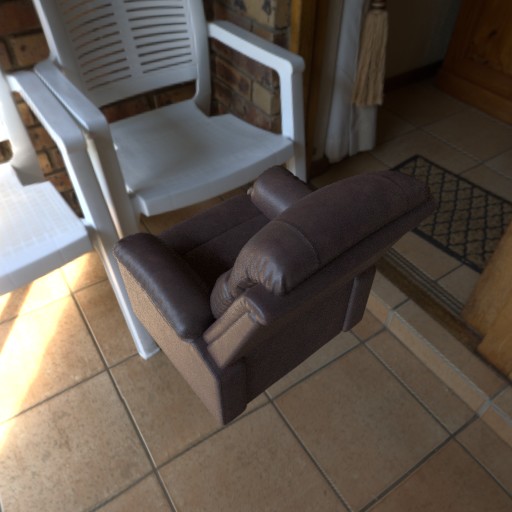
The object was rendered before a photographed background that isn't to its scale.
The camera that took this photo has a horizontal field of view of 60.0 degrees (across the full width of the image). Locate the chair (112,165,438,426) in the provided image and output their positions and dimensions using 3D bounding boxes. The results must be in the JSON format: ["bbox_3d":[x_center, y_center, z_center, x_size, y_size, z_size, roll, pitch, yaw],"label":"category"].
[{"bbox_3d":[0.000,0.000,1.682,0.855,0.992,0.919,-30,53,-26],"label":"chair"}]
